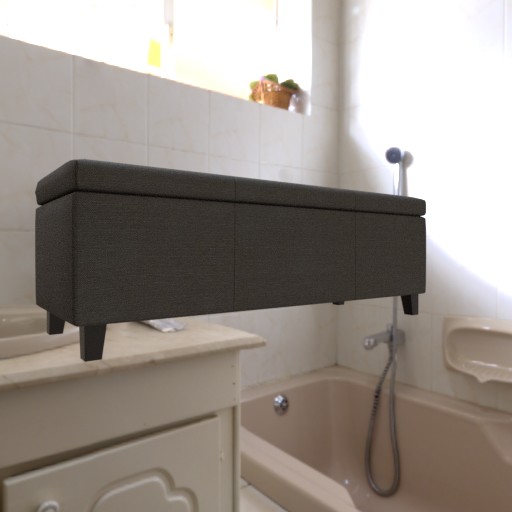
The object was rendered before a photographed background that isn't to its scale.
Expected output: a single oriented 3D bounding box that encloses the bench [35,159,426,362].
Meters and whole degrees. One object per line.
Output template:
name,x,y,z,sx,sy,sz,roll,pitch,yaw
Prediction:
bench,0.000,0.000,1.452,1.269,0.438,0.446,-1,1,-36
